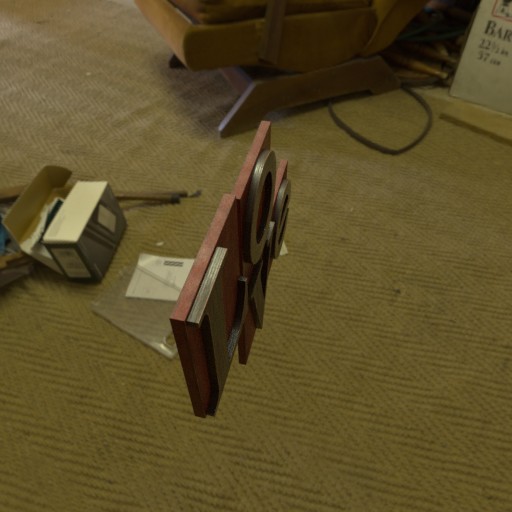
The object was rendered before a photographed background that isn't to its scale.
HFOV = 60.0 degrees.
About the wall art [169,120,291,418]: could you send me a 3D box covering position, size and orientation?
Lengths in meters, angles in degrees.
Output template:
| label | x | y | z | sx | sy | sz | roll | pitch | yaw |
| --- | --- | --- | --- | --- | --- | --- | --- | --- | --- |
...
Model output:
| label | x | y | z | sx | sy | sz | roll | pitch | yaw |
| --- | --- | --- | --- | --- | --- | --- | --- | --- | --- |
| wall art | 0.000 | 0.000 | 0.839 | 0.030 | 0.497 | 0.635 | 10 | 49 | 9 |
